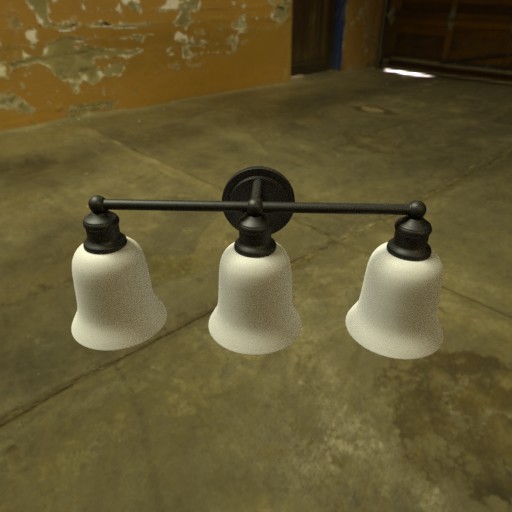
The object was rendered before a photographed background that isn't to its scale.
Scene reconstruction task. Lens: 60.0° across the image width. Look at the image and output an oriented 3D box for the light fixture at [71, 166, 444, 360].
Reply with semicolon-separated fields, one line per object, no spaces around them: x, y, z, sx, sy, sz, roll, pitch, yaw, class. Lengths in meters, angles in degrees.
0.000;0.000;0.660;0.570;0.211;0.198;1;30;2;light fixture
